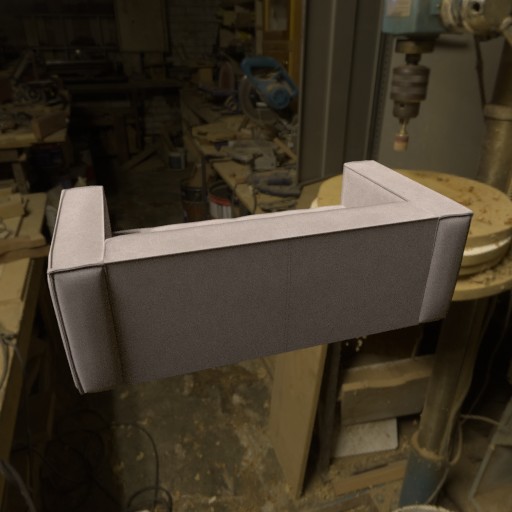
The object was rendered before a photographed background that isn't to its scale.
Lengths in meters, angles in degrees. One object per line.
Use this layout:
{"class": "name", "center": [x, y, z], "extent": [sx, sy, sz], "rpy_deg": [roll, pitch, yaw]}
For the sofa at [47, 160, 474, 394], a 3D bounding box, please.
{"class": "sofa", "center": [0.000, 0.000, 2.478], "extent": [1.995, 0.680, 1.038], "rpy_deg": [-8, 29, -15]}
